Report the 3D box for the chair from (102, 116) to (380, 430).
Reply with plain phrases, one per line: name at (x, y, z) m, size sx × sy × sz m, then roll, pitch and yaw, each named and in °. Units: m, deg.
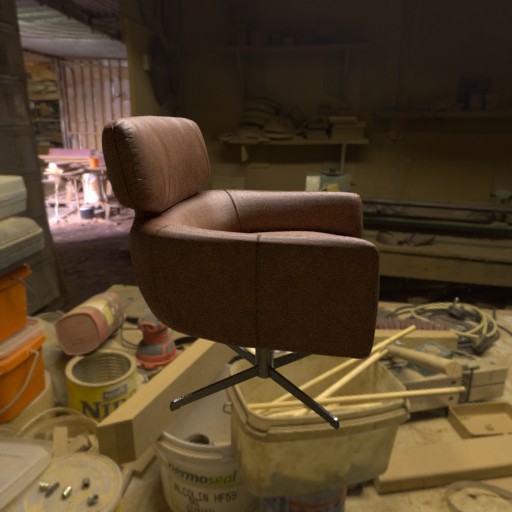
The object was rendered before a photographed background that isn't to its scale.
chair at (0.000, 0.000, 1.345) m, size 0.715 × 0.812 × 0.706 m, roll 3°, pitch 18°, yaw 9°
